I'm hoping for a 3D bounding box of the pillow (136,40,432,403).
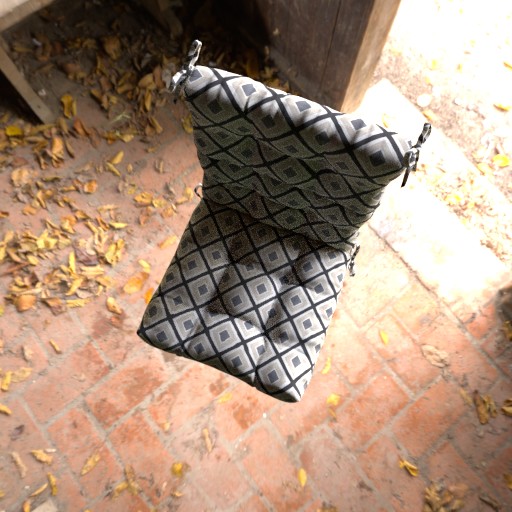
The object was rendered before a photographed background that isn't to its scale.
[{"bbox_3d":[0.000,0.000,1.030,0.519,0.605,0.571,21,76,5],"label":"pillow"}]
